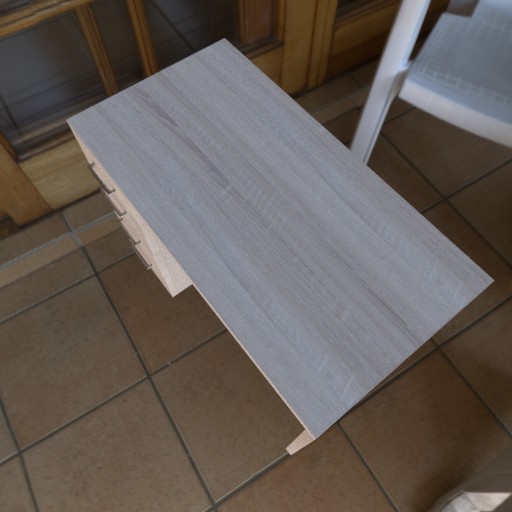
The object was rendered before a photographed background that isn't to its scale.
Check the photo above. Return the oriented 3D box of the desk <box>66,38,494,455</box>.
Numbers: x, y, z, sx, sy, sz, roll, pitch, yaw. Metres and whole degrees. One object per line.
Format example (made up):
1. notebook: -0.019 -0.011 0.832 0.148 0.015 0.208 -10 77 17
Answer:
1. desk: 0.000 0.000 1.506 0.600 0.731 1.100 -35 69 -16
